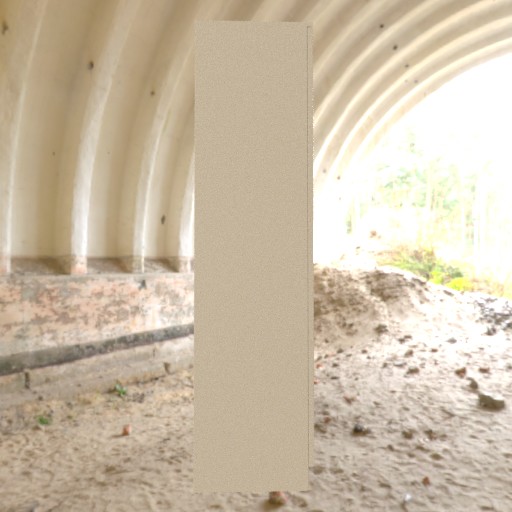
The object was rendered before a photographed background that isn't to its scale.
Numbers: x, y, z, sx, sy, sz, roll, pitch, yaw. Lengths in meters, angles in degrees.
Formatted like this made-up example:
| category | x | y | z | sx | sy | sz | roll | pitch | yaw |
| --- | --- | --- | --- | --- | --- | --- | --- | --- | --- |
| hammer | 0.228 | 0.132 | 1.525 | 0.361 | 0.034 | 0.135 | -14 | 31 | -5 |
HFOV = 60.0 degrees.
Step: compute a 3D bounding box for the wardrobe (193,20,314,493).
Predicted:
| category | x | y | z | sx | sy | sz | roll | pitch | yaw |
| --- | --- | --- | --- | --- | --- | --- | --- | --- | --- |
| wardrobe | 0.000 | 0.000 | 1.981 | 0.470 | 1.700 | 0.760 | 0 | -1 | -2 |
